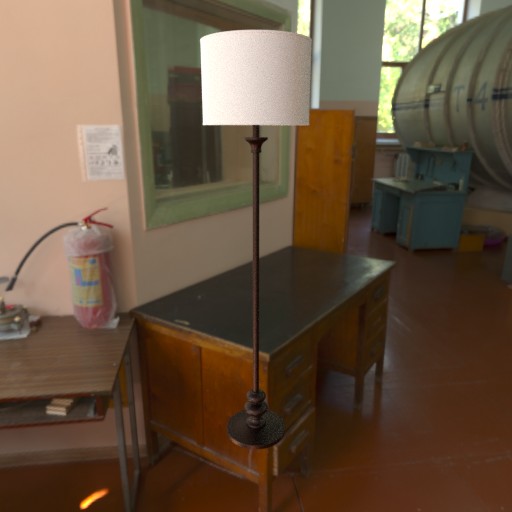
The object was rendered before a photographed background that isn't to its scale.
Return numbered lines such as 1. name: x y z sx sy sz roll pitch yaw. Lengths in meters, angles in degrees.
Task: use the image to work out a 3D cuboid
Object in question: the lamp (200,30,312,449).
1. lamp: 0.000 0.000 1.623 0.356 1.487 0.356 8 18 25
